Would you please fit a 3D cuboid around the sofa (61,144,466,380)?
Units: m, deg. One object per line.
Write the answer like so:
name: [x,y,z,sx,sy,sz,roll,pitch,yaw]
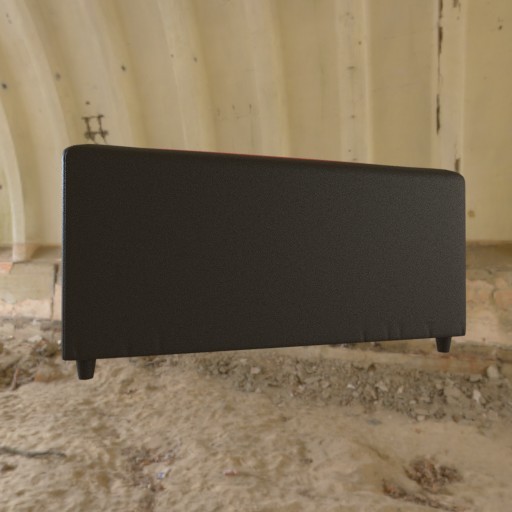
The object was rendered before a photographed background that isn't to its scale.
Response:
sofa: [0.000,0.000,1.853,1.410,0.735,0.845,0,0,-17]
